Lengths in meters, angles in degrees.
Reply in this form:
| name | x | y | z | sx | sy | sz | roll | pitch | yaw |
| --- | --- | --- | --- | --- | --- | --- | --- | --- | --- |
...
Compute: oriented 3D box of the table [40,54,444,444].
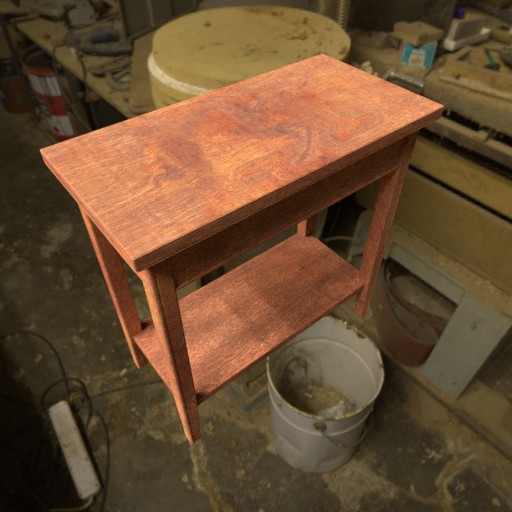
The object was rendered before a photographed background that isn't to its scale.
| name | x | y | z | sx | sy | sz | roll | pitch | yaw |
| --- | --- | --- | --- | --- | --- | --- | --- | --- | --- |
| table | 0.000 | 0.000 | 0.947 | 0.610 | 0.610 | 0.305 | -30 | 52 | -26 |
